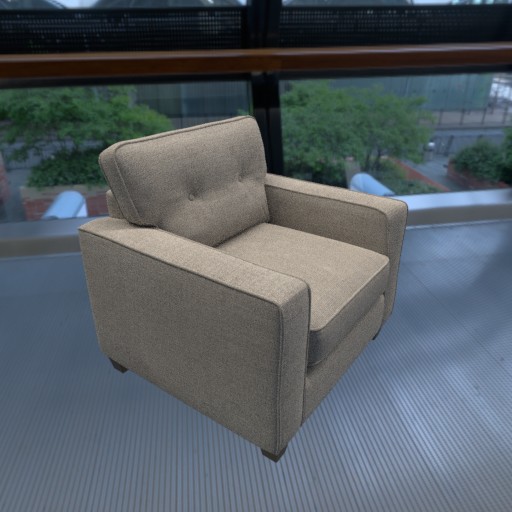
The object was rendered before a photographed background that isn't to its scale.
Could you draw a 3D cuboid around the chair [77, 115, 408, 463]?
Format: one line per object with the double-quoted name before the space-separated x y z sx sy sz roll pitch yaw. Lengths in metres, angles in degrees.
"chair" 0.000 0.000 1.811 0.939 0.965 1.015 18 31 32
